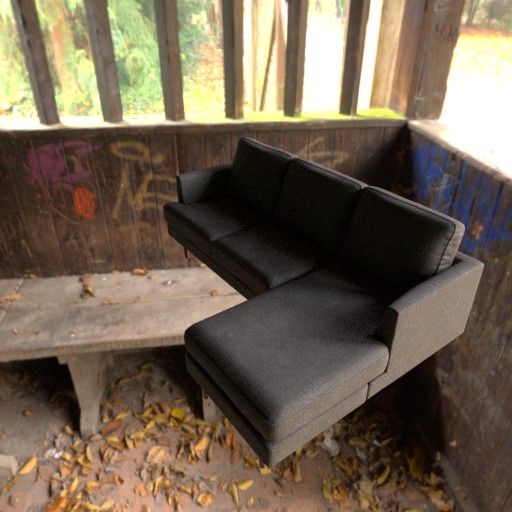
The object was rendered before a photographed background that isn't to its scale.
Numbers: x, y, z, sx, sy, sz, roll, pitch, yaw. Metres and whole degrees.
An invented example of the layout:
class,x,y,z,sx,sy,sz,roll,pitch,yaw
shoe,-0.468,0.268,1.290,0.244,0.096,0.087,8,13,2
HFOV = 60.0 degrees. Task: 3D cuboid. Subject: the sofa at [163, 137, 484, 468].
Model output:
class,x,y,z,sx,sy,sz,roll,pitch,yaw
sofa,0.000,0.000,2.931,1.504,0.956,2.233,-21,37,-31
